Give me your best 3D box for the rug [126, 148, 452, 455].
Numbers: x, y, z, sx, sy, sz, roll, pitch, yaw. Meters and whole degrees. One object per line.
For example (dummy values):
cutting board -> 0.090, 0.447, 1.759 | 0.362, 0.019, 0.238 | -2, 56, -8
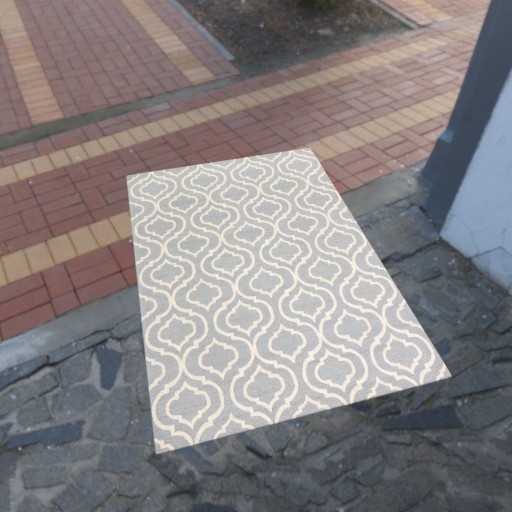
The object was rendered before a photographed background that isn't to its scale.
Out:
rug -> 0.000, 0.000, 2.743 | 1.451, 0.010, 2.080 | -11, 48, -10
